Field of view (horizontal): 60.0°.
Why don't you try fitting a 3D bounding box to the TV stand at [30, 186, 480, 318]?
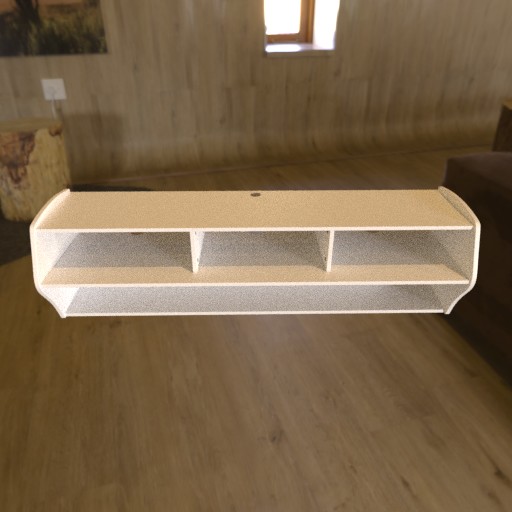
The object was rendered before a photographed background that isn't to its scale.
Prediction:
[{"bbox_3d":[0.000,0.000,1.656,1.473,0.424,0.397,0,30,-1],"label":"TV stand"}]
